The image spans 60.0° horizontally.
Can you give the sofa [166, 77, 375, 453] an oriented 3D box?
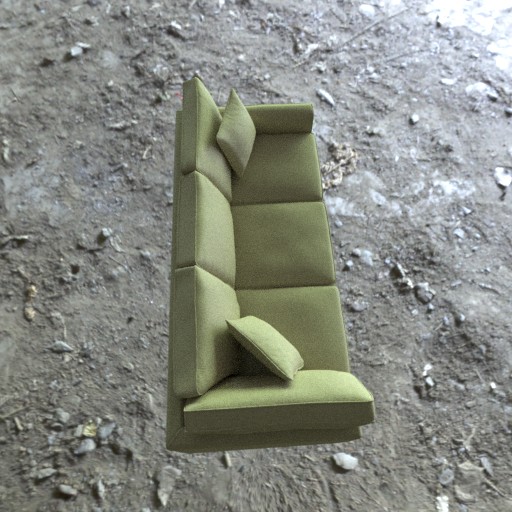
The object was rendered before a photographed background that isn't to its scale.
[{"bbox_3d":[0.000,0.000,2.931,1.053,0.948,2.323,-3,65,-1],"label":"sofa"}]
